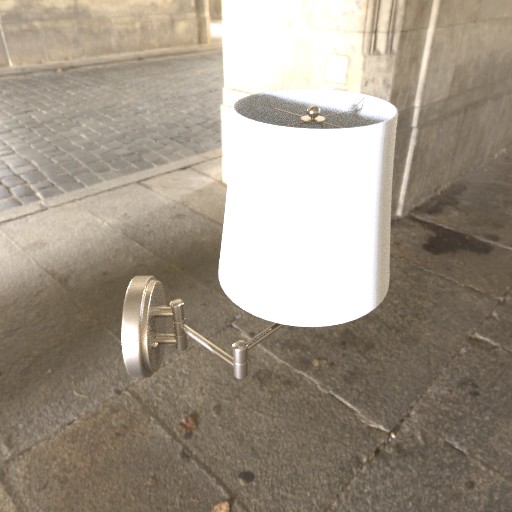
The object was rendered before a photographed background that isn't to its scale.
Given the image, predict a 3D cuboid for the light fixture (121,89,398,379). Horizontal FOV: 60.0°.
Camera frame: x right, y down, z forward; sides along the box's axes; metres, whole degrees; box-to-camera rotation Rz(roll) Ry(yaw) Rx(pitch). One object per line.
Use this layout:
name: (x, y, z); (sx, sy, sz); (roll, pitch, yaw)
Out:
light fixture: (0.000, 0.000, 0.578); (0.348, 0.381, 0.223); (0, 32, 0)
